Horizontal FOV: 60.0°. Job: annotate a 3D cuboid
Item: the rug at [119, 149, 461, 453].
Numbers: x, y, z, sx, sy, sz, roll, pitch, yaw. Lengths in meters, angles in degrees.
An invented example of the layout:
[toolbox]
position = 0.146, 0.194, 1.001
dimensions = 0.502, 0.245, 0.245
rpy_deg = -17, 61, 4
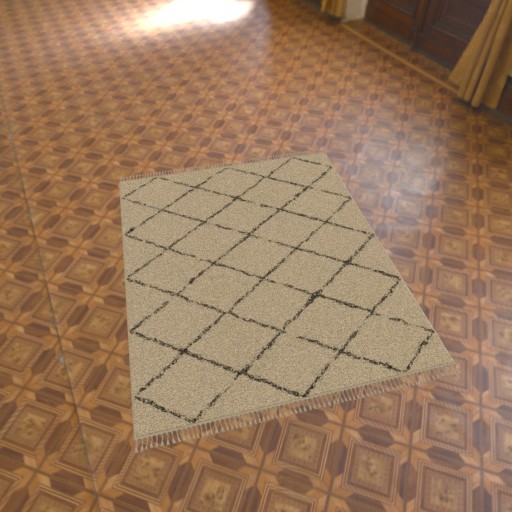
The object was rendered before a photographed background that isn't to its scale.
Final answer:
[rug]
position = 0.000, 0.000, 4.095
dimensions = 2.380, 0.013, 3.051
rpy_deg = -10, 48, -9
